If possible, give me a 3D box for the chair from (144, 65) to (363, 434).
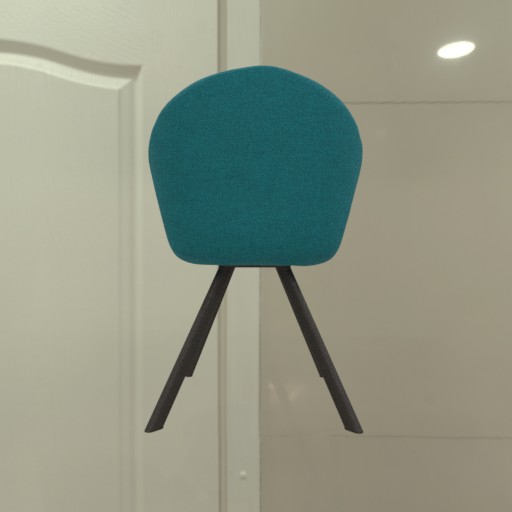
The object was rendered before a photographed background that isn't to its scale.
[{"bbox_3d":[0.000,0.000,1.169,0.545,0.775,0.565,0,0,1],"label":"chair"}]
